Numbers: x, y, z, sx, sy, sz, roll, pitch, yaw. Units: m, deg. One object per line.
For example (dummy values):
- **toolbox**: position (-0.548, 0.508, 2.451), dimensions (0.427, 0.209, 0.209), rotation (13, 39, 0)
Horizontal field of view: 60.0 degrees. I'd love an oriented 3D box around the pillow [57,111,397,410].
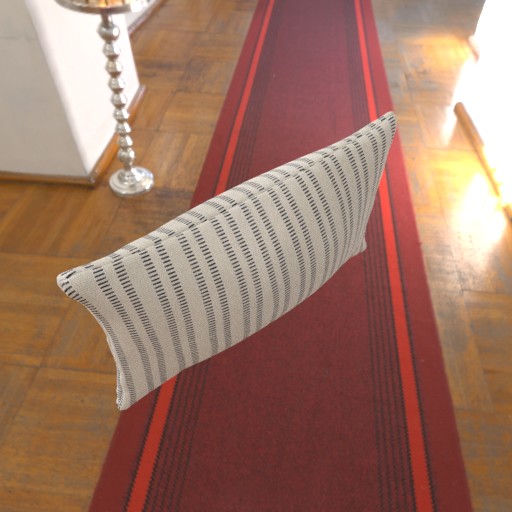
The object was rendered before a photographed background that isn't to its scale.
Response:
- **pillow**: position (0.000, 0.000, 0.797), dimensions (0.640, 0.353, 0.210), rotation (-31, 54, -25)
